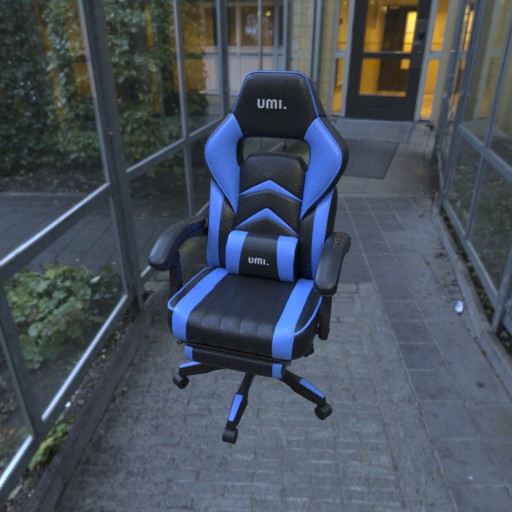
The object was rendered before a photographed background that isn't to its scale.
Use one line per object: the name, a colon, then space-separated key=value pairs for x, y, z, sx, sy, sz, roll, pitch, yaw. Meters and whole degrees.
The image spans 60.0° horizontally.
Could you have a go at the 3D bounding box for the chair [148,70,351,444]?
chair: x=0.000 y=0.000 z=1.697 sx=0.700 sy=1.280 sz=0.700 roll=8 pitch=27 yaw=15
